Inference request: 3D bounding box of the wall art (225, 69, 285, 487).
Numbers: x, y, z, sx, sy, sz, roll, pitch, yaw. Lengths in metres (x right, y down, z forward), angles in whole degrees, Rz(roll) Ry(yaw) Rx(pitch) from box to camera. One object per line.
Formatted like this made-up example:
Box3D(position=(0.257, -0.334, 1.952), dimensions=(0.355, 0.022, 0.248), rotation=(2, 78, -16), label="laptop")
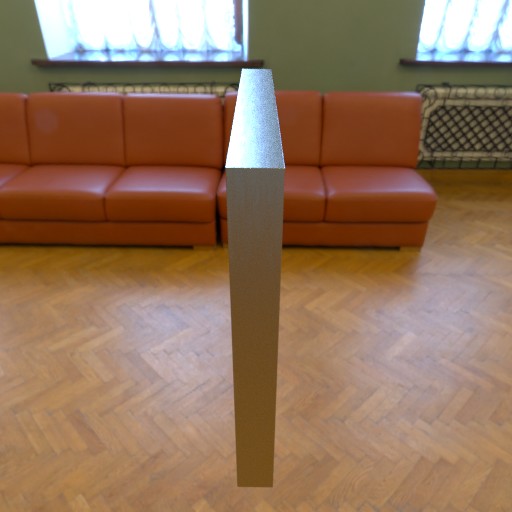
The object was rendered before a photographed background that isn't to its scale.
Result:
Box3D(position=(0.000, 0.000, 0.517), dimensions=(0.038, 0.350, 0.350), rotation=(0, 32, 0), label="wall art")
